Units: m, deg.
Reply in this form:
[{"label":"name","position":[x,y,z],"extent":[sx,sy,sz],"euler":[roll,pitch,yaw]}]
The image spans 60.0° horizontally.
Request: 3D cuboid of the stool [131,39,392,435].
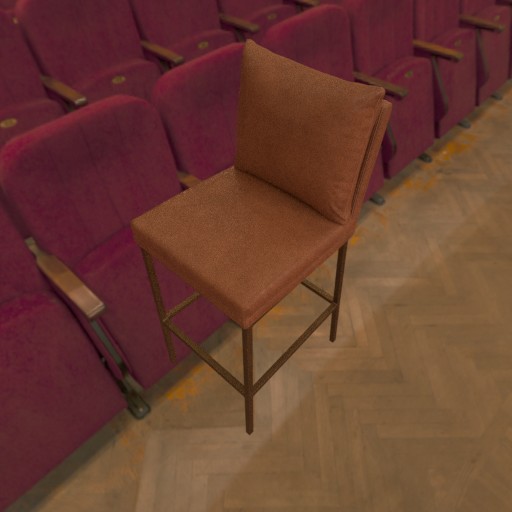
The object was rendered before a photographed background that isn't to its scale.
[{"label":"stool","position":[0.000,0.000,1.421],"extent":[0.463,1.124,0.571],"euler":[34,55,28]}]
